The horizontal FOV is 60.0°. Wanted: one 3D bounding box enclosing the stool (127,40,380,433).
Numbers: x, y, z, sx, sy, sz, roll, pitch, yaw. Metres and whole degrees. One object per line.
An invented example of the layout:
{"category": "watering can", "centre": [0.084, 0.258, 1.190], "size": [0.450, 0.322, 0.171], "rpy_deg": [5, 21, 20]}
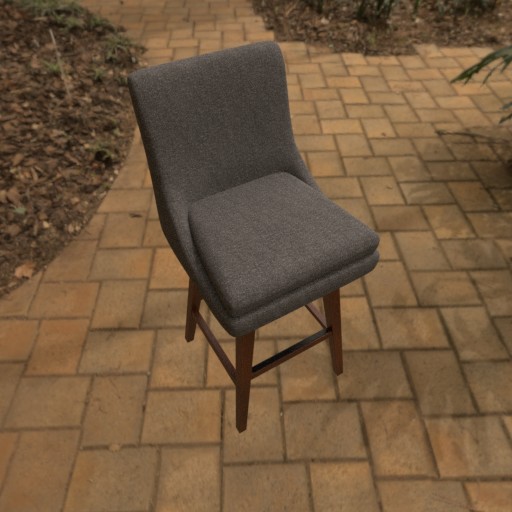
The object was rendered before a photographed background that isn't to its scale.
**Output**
{"category": "stool", "centre": [0.000, 0.000, 1.393], "size": [0.489, 1.068, 0.572], "rpy_deg": [-23, 50, -21]}
